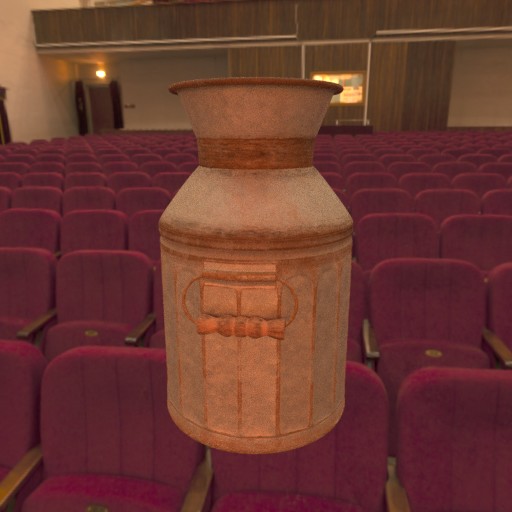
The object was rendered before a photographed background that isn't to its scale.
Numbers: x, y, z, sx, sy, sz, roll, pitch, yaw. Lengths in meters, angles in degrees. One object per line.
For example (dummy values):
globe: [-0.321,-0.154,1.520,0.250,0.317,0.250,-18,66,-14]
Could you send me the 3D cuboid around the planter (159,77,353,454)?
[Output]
planter: [0.000,0.000,0.501,0.215,0.358,0.248,2,15,8]
